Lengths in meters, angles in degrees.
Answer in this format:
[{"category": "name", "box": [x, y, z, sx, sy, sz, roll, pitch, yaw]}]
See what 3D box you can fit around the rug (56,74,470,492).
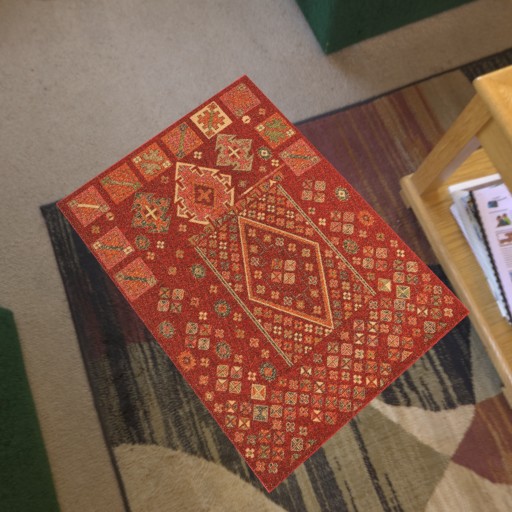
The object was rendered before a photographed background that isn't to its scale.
[{"category": "rug", "box": [0.000, 0.000, 4.217, 2.389, 0.011, 3.306, -38, 78, -10]}]
